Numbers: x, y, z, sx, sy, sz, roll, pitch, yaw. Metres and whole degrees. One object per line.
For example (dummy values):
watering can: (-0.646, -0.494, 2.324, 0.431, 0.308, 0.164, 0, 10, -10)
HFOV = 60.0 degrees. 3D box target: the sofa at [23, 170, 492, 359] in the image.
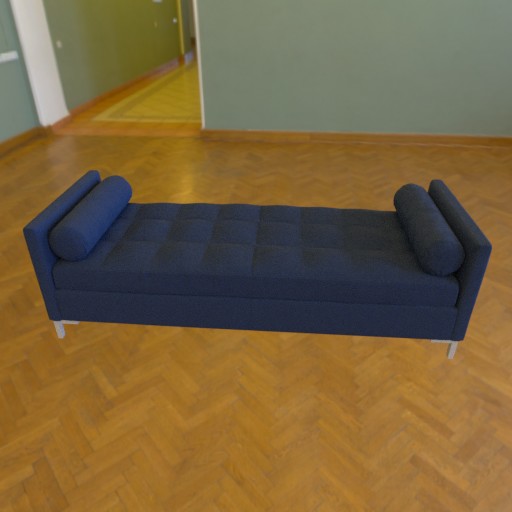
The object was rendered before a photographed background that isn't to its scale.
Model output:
sofa: (0.000, 0.000, 2.430, 2.102, 0.657, 0.797, 2, 31, 4)
